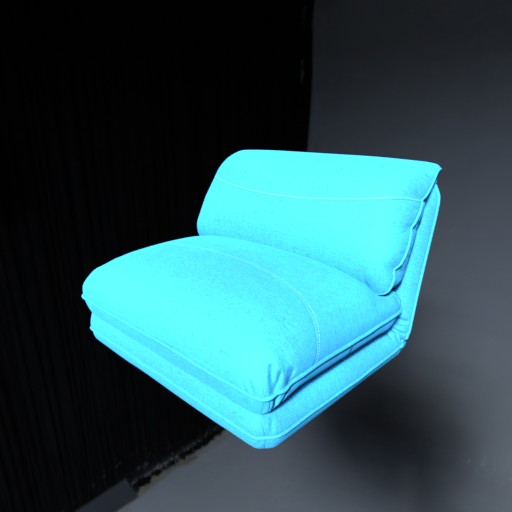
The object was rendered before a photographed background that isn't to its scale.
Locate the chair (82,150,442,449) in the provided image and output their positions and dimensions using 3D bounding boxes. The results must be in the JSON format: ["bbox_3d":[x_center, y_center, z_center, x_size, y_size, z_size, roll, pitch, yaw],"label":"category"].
[{"bbox_3d":[0.000,0.000,1.336,0.820,0.580,0.780,16,23,42],"label":"chair"}]
